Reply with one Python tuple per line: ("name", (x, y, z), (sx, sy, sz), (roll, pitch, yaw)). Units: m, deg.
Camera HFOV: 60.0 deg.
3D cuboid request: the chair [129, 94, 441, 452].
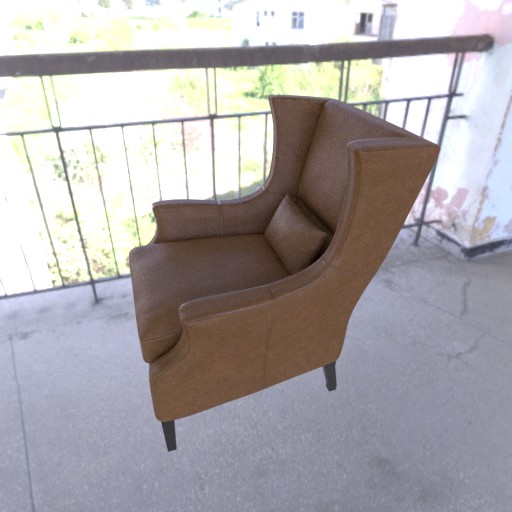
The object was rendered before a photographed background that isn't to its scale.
("chair", (0.000, 0.000, 1.673), (0.925, 1.016, 0.852), (-9, 32, -15))
